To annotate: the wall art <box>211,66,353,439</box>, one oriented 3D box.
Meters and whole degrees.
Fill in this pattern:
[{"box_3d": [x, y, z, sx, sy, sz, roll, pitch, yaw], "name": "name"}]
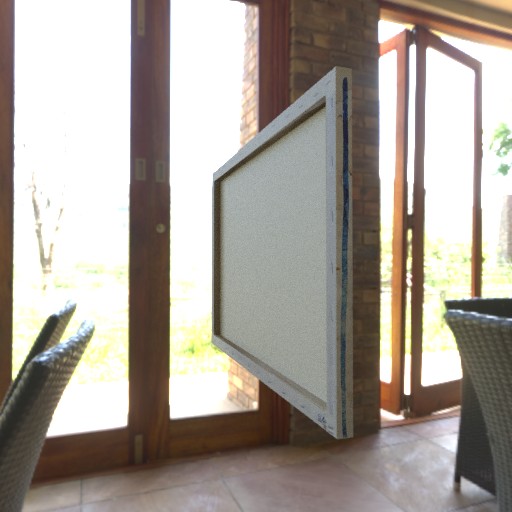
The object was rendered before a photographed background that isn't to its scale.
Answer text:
[{"box_3d": [0.000, 0.000, 1.446, 0.038, 0.757, 1.143, 0, -1, -18], "name": "wall art"}]
